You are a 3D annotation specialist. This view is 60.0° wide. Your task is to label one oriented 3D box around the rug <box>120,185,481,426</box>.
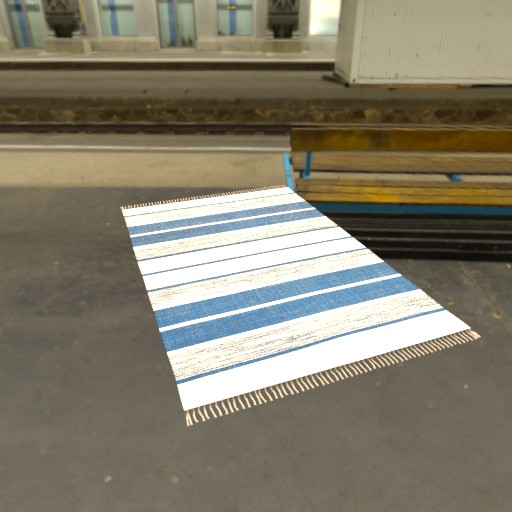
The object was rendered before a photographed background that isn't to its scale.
[{"bbox_3d":[0.000,0.000,3.012,1.532,0.010,2.441,-11,31,-18],"label":"rug"}]
